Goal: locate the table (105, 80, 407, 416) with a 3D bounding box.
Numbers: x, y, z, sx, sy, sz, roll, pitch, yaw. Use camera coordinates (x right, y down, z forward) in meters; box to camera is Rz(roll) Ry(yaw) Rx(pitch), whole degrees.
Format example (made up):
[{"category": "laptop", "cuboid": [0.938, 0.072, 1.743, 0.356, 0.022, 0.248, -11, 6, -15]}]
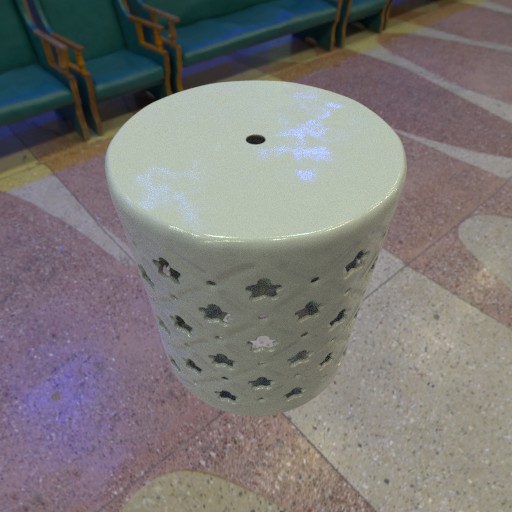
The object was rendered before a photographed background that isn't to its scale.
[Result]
[{"category": "table", "cuboid": [0.000, 0.000, 0.655, 0.352, 0.387, 0.352, 0, 45, 0]}]
